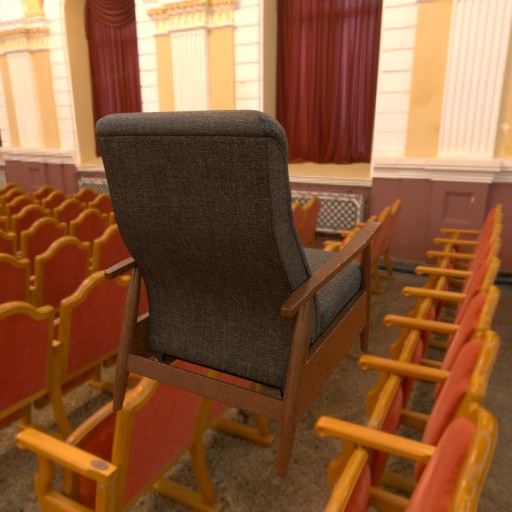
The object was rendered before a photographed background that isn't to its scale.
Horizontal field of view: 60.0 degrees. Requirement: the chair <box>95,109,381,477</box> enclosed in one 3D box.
[{"bbox_3d":[0.000,0.000,1.801,0.762,1.082,1.014,8,17,28],"label":"chair"}]
